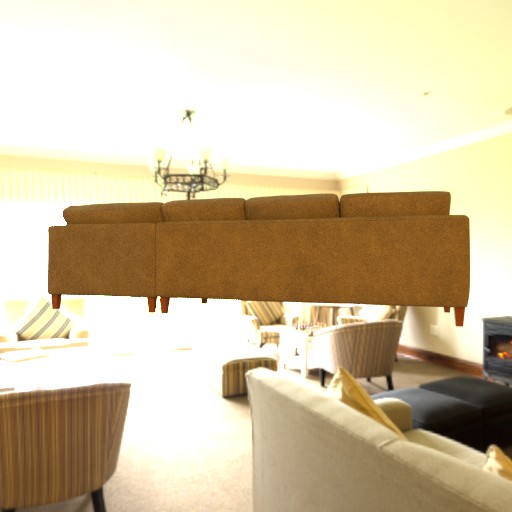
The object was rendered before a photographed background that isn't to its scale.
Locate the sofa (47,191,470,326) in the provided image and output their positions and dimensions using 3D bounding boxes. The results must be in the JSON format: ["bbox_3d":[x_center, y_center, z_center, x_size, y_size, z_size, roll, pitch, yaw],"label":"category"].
[{"bbox_3d":[0.000,0.000,4.175,3.471,0.950,1.604,0,0,18],"label":"sofa"}]
